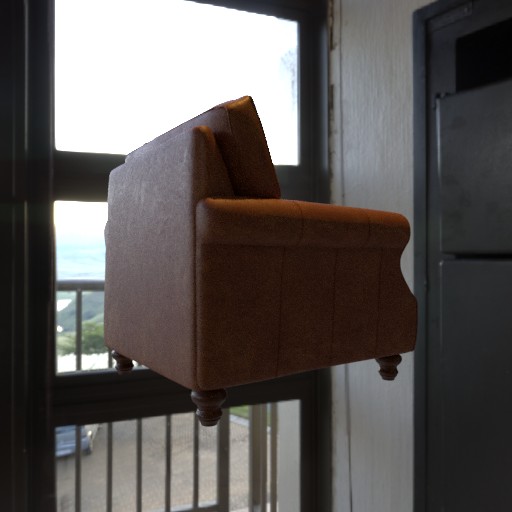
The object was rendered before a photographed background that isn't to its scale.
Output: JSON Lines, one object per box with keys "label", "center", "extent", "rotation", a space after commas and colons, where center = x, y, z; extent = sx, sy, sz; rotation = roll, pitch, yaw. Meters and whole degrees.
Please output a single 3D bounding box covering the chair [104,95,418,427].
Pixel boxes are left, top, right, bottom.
{"label": "chair", "center": [0.000, 0.000, 1.782], "extent": [0.986, 0.962, 0.983], "rotation": [0, -1, -36]}
